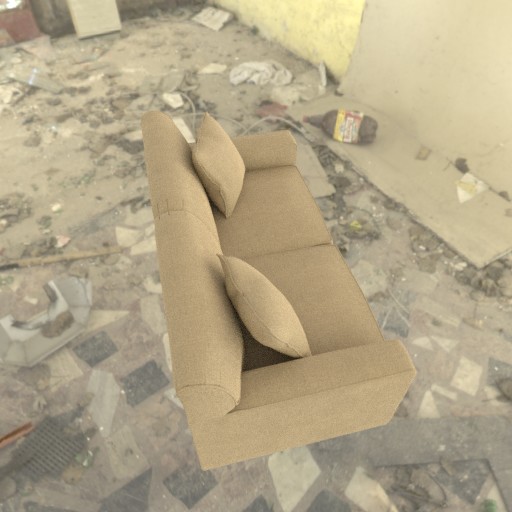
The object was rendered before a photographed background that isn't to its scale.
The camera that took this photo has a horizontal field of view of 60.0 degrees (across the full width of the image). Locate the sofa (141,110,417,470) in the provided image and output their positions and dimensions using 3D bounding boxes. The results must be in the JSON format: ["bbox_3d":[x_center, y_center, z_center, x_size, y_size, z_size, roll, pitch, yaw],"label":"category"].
[{"bbox_3d":[0.000,0.000,2.448,0.998,0.958,1.846,-10,49,-9],"label":"sofa"}]
